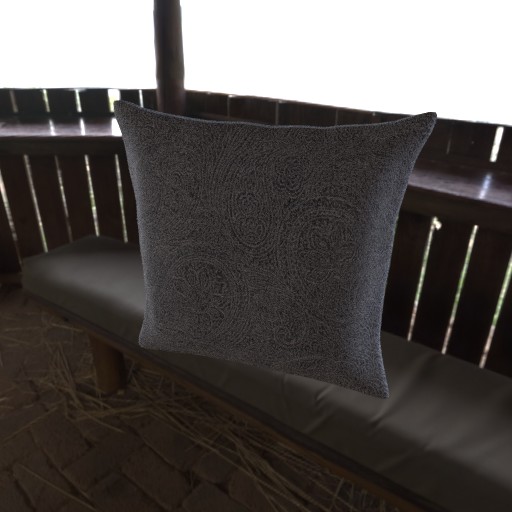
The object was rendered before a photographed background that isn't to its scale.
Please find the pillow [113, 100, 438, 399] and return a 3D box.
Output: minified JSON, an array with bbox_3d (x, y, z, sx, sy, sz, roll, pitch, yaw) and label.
[{"bbox_3d":[0.000,0.000,0.787,0.523,0.510,0.166,8,27,15],"label":"pillow"}]
